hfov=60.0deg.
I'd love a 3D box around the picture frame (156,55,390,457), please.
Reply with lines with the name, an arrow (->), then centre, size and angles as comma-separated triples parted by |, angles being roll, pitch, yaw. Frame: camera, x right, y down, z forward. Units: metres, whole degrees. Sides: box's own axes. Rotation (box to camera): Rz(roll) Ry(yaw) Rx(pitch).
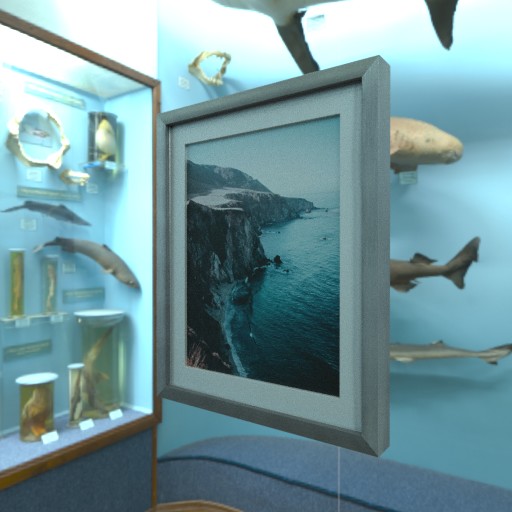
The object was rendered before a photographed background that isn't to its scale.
picture frame -> 0.000, 0.000, 0.760 | 0.449, 0.555, 0.046 | 0, 0, 36
